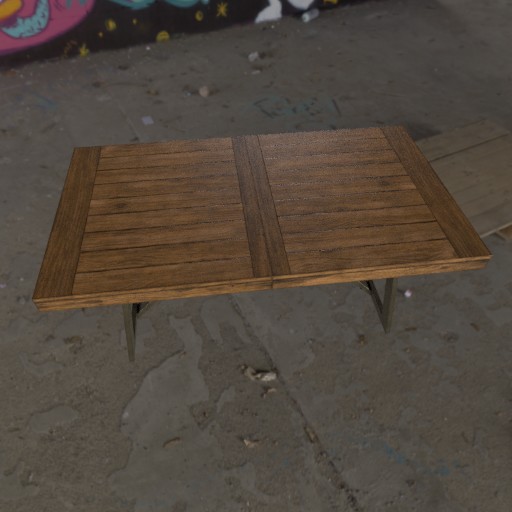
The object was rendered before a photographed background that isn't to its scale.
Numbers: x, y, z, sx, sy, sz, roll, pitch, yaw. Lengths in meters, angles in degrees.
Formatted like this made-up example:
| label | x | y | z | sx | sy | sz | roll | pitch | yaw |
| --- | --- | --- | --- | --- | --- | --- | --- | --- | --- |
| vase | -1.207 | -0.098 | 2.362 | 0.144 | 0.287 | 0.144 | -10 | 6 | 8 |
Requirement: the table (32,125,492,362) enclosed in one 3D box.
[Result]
| label | x | y | z | sx | sy | sz | roll | pitch | yaw |
| --- | --- | --- | --- | --- | --- | --- | --- | --- | --- |
| table | 0.000 | 0.000 | 2.157 | 1.641 | 0.757 | 0.931 | -5 | 46 | -5 |
